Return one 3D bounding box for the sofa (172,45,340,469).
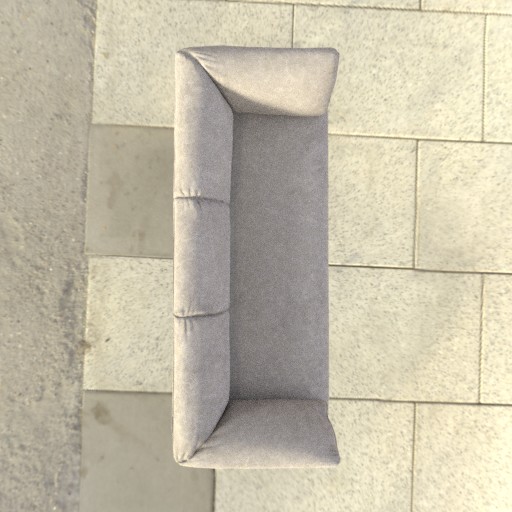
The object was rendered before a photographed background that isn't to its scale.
[{"bbox_3d":[0.000,0.000,2.644,0.899,0.758,2.238,0,89,-1],"label":"sofa"}]
